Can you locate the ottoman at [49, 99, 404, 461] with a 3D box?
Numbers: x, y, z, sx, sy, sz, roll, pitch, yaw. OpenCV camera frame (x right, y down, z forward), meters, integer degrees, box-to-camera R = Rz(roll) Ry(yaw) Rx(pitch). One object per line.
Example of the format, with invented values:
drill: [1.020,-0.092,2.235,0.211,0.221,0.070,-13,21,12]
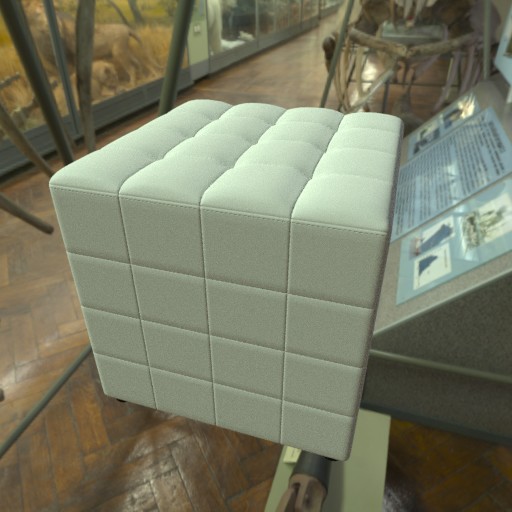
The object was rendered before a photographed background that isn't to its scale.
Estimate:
ottoman: [0.000,0.000,0.781,0.425,0.432,0.425,10,33,15]
